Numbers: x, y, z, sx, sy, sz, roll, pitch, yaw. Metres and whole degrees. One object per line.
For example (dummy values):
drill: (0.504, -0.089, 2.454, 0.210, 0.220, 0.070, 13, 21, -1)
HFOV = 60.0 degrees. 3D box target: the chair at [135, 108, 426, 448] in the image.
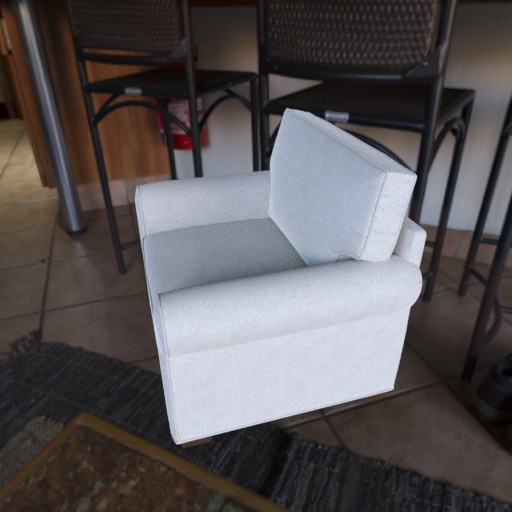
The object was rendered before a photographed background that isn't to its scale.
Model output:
chair: (0.000, 0.000, 1.762, 0.863, 0.955, 1.040, -9, 32, -14)
